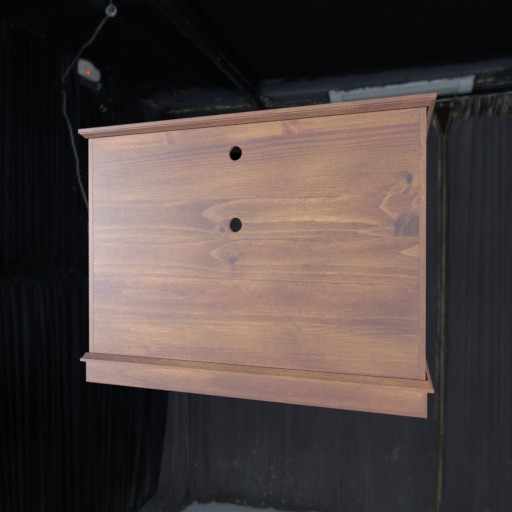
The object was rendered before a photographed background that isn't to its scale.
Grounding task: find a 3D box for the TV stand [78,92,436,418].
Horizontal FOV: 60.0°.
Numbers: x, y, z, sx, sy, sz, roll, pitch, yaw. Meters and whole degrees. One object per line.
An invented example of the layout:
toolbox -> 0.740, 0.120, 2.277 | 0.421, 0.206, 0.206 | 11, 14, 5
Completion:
TV stand -> 0.000, 0.000, 1.454 | 1.067, 0.813, 0.406 | 0, 1, 18
